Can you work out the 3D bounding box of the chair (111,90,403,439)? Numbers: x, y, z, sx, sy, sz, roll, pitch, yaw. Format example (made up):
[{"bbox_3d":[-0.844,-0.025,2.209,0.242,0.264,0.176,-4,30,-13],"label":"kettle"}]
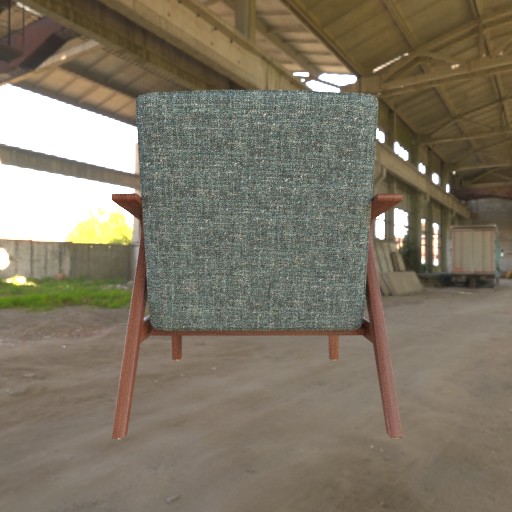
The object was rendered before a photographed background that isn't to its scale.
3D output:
[{"bbox_3d":[0.000,0.000,1.485,0.719,0.864,0.889,0,0,0],"label":"chair"}]
